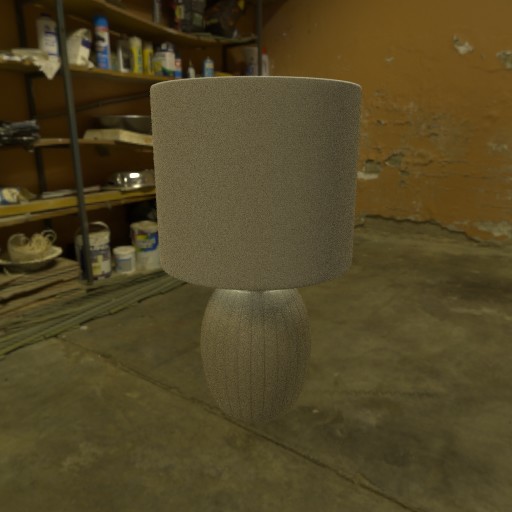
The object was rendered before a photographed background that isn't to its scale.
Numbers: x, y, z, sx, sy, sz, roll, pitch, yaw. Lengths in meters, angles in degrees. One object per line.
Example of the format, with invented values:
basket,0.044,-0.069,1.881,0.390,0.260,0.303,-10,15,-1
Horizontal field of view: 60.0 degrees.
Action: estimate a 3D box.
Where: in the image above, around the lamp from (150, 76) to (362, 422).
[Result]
lamp,0.000,0.000,0.775,0.329,0.570,0.329,-2,16,-7
